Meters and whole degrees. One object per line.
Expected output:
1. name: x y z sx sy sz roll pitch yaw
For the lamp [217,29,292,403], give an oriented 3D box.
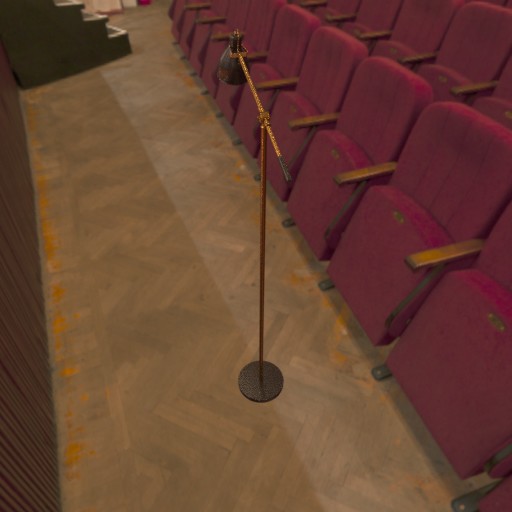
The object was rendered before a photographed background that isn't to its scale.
1. lamp: 0.000 0.000 1.830 0.235 1.628 0.618 -12 43 -13
